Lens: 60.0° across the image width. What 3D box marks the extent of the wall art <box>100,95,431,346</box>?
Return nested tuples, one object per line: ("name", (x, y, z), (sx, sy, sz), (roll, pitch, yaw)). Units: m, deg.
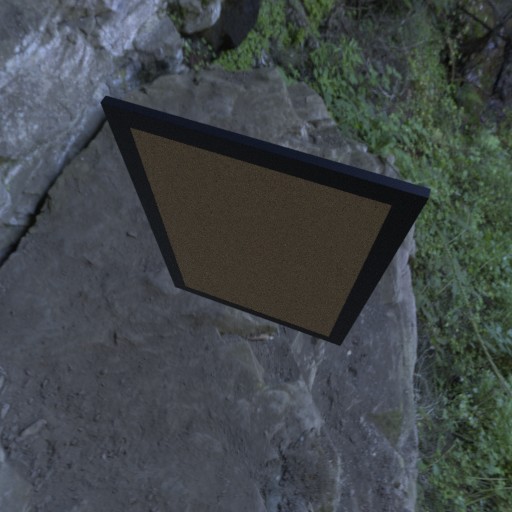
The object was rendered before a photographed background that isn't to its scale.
("wall art", (0.000, 0.000, 0.721), (0.381, 0.534, 0.013), (18, 64, 9))
